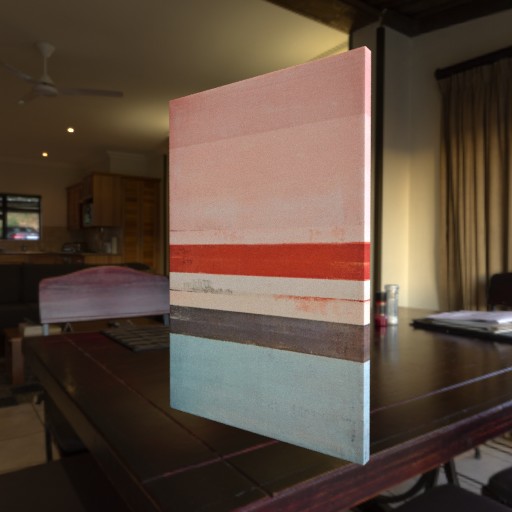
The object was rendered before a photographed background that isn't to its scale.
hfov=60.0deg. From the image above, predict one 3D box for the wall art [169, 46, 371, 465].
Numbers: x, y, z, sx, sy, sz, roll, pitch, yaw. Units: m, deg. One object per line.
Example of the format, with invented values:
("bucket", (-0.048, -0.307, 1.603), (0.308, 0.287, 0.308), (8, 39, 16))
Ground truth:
("wall art", (0.000, 0.000, 1.160), (0.610, 0.914, 0.038), (1, 1, 36))
